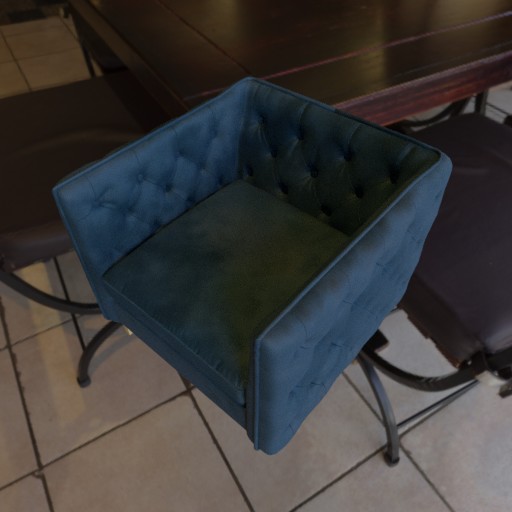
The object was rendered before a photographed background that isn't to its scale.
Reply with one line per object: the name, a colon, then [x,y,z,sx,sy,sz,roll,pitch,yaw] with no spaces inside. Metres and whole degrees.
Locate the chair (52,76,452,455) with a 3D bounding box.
chair: [0.000,0.000,1.538,0.868,0.771,0.877,32,55,26]
